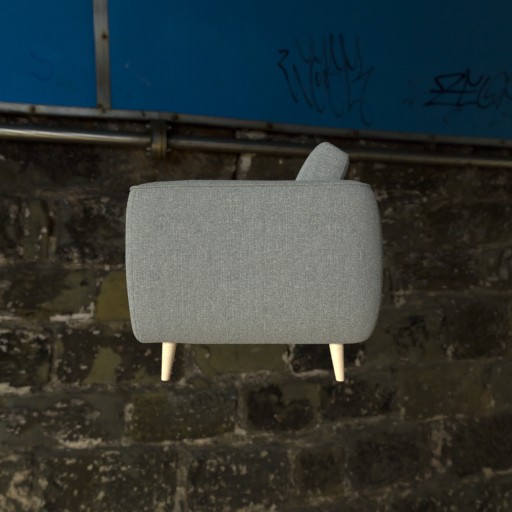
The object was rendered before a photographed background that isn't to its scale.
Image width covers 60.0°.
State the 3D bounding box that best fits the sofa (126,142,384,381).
[{"bbox_3d":[0.000,0.000,2.266,0.920,0.870,1.700,0,1,1],"label":"sofa"}]
